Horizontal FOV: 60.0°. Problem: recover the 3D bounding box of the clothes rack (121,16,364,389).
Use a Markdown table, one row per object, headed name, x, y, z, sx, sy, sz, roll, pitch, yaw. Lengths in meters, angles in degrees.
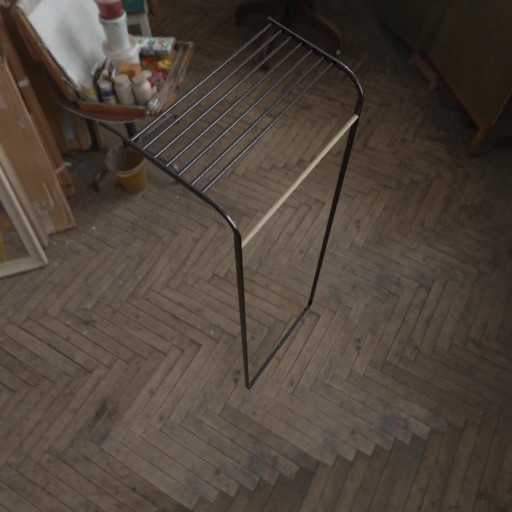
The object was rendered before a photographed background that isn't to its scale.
| name | x | y | z | sx | sy | sz | roll | pitch | yaw |
| --- | --- | --- | --- | --- | --- | --- | --- | --- | --- |
| clothes rack | 0.000 | 0.000 | 1.794 | 0.349 | 1.574 | 0.609 | 32 | 64 | 18 |
